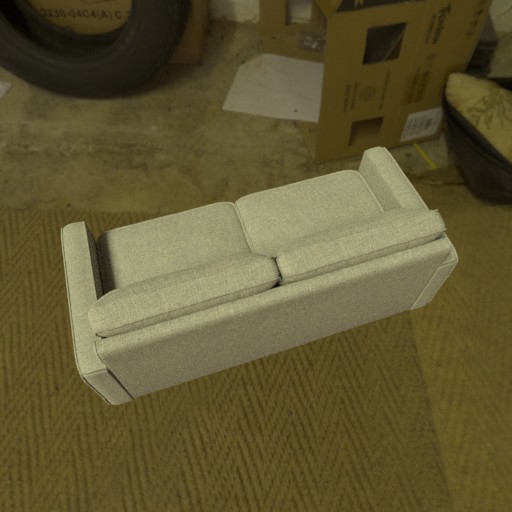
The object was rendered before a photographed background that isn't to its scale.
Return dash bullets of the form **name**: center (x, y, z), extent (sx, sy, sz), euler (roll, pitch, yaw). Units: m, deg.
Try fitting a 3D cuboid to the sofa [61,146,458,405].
- **sofa**: center (0.000, 0.000, 2.591), extent (2.078, 0.918, 0.945), euler (-16, 59, -10)
